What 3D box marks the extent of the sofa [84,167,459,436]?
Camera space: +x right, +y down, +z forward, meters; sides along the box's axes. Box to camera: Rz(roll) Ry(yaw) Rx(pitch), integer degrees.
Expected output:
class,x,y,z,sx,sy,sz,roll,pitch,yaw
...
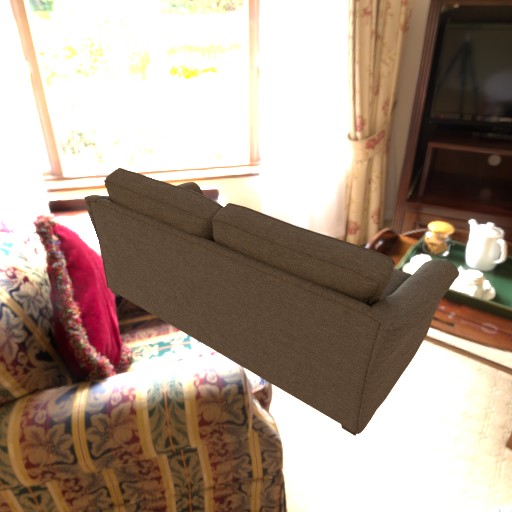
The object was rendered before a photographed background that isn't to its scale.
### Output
class,x,y,z,sx,sy,sz,roll,pitch,yaw
sofa,0.000,0.000,2.836,2.270,0.950,0.971,22,36,33
